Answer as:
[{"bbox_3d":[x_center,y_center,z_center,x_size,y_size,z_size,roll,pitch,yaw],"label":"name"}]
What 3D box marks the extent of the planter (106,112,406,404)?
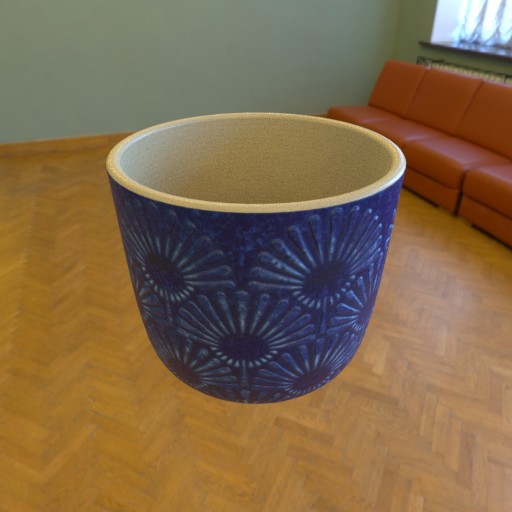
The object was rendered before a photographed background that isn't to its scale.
[{"bbox_3d":[0.000,0.000,0.218,0.124,0.109,0.124,0,31,0],"label":"planter"}]
